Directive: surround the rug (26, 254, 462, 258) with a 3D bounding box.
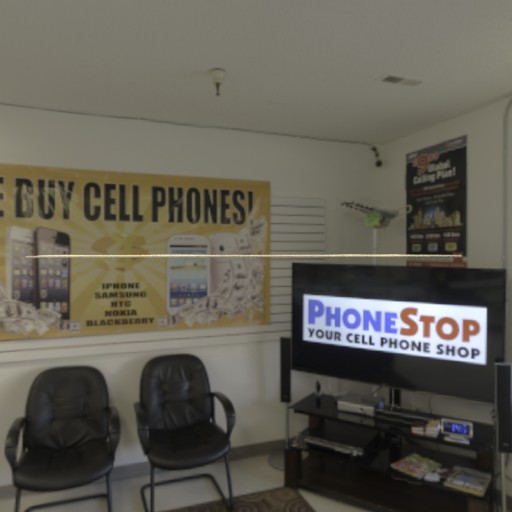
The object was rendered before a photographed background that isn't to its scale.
[{"bbox_3d":[0.000,0.000,2.747,2.442,0.016,0.770,0,0,-18],"label":"rug"}]
